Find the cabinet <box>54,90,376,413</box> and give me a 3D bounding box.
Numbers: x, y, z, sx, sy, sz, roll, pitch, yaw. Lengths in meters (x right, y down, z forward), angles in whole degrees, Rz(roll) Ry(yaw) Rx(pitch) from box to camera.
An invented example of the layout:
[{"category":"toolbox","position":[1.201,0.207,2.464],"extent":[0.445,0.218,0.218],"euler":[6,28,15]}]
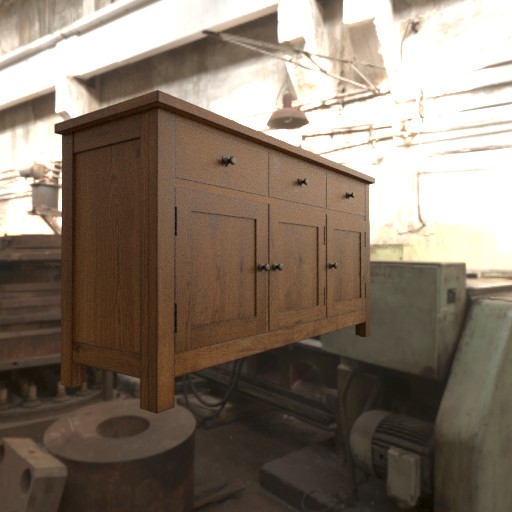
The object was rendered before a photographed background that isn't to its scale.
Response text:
[{"category":"cabinet","position":[0.000,0.000,1.829],"extent":[0.480,0.813,1.474],"euler":[0,-1,36]}]
